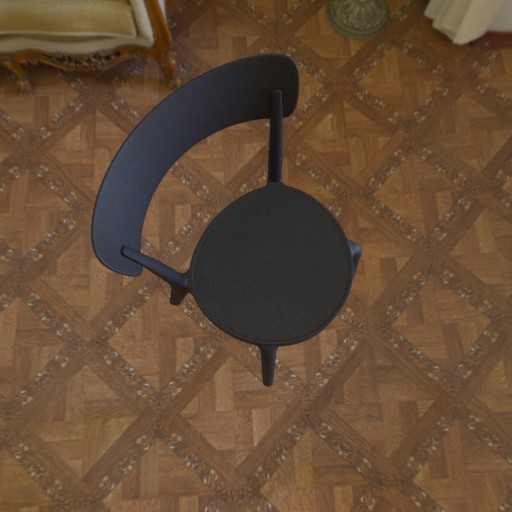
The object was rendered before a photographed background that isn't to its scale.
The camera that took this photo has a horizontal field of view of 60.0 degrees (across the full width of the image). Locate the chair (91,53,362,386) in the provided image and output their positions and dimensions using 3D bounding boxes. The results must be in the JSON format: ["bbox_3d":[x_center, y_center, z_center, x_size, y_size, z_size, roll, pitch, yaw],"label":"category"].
[{"bbox_3d":[0.000,0.000,1.118,0.491,0.790,0.506,39,78,10],"label":"chair"}]
